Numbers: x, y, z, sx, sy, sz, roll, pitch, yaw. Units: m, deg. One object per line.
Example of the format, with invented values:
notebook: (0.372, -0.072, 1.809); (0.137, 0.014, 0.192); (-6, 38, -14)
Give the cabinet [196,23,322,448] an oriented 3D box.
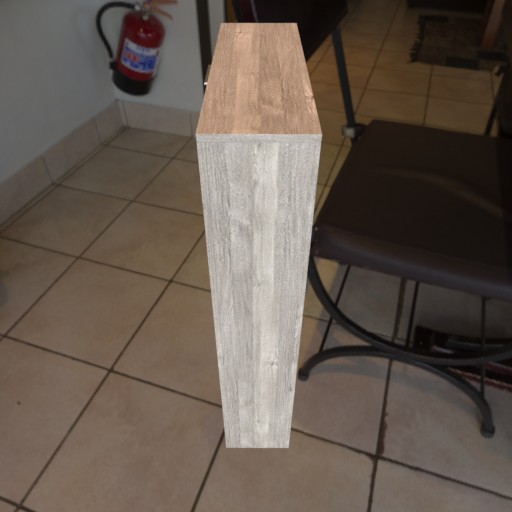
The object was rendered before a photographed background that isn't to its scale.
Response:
cabinet: (0.000, 0.000, 1.531); (0.250, 1.280, 0.750); (0, 42, 0)
